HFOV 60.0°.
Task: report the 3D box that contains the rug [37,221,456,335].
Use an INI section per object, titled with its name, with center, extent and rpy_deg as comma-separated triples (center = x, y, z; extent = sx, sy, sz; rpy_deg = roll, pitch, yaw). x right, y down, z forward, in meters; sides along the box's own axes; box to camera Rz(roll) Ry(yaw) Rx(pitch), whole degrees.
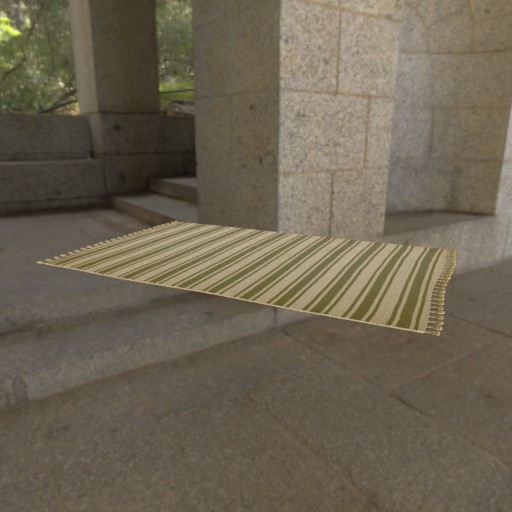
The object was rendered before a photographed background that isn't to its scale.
[rug]
center = 0.000, 0.000, 2.294
extent = 1.875, 0.013, 1.162
rpy_deg = 8, 17, 25
